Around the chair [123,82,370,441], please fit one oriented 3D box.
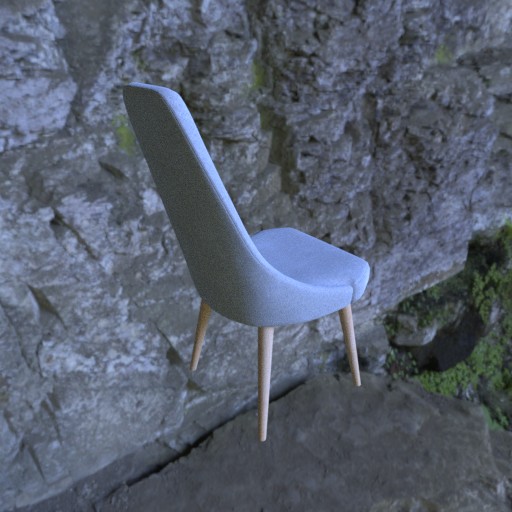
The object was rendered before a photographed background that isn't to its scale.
[{"bbox_3d":[0.000,0.000,1.389,0.660,1.040,0.510,-19,32,-34],"label":"chair"}]
